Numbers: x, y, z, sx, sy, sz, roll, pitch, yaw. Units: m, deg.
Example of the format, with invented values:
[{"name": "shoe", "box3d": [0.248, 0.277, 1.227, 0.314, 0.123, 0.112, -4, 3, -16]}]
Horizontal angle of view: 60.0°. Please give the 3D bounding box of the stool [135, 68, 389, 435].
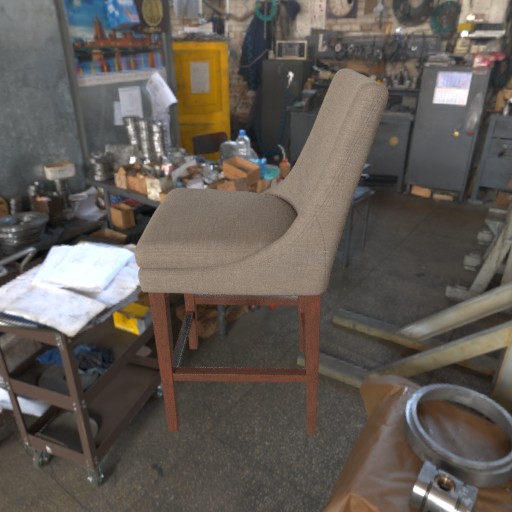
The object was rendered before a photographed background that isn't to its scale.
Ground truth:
[{"name": "stool", "box3d": [0.000, 0.000, 1.287, 0.577, 0.981, 0.470, 1, 27, 1]}]
